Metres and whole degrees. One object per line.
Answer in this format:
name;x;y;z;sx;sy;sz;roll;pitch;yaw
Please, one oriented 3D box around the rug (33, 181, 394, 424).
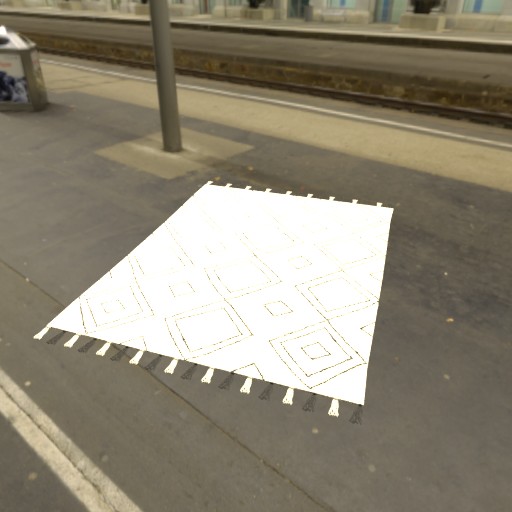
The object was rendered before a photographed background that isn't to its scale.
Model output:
rug;0.000;0.000;4.183;2.342;0.026;3.221;10;33;16
